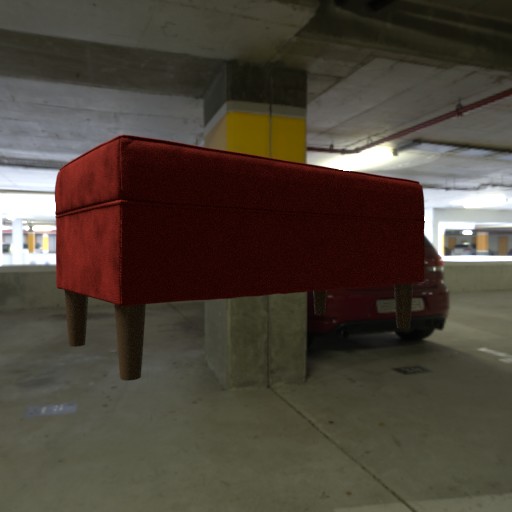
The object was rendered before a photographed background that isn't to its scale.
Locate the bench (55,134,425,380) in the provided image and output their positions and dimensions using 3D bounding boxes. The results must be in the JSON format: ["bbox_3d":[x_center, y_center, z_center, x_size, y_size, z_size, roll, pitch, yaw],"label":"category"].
[{"bbox_3d":[0.000,0.000,1.304,1.016,0.471,0.492,-1,1,-37],"label":"bench"}]
